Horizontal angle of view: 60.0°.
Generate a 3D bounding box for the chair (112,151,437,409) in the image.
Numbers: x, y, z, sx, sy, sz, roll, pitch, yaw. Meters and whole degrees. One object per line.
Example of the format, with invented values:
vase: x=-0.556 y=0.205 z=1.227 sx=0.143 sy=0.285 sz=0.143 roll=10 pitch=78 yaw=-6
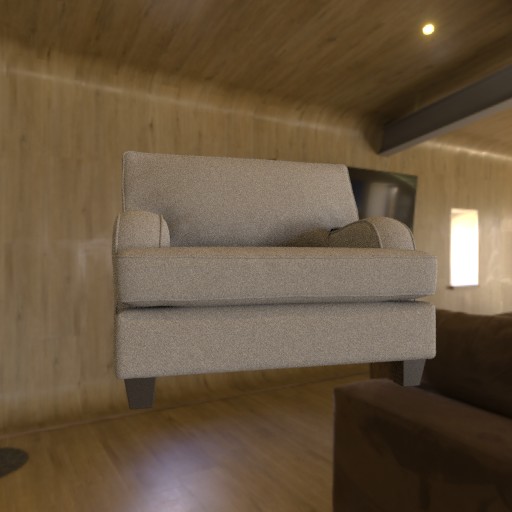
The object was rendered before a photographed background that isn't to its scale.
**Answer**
chair: x=0.000 y=0.000 z=2.019 sx=1.220 sy=1.016 sz=1.040 roll=0 pitch=0 yaw=-15
